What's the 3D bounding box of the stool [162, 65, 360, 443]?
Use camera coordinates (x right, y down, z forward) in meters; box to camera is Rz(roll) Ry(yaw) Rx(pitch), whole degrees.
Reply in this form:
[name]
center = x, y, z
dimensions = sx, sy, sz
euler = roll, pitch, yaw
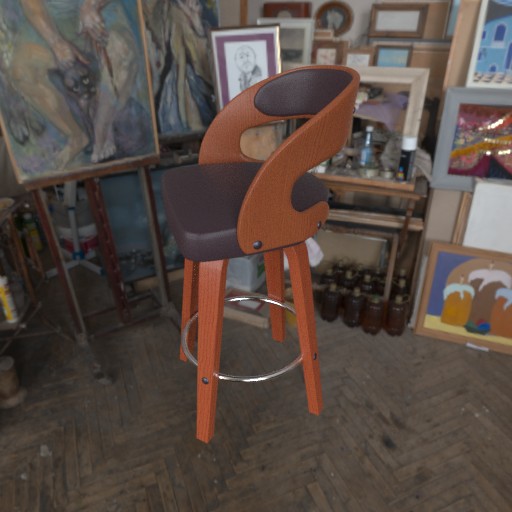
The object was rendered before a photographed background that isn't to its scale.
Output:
[stool]
center = 0.000, 0.000, 1.209
dimensions = 0.457, 0.940, 0.457
euler = -8, 31, -14
